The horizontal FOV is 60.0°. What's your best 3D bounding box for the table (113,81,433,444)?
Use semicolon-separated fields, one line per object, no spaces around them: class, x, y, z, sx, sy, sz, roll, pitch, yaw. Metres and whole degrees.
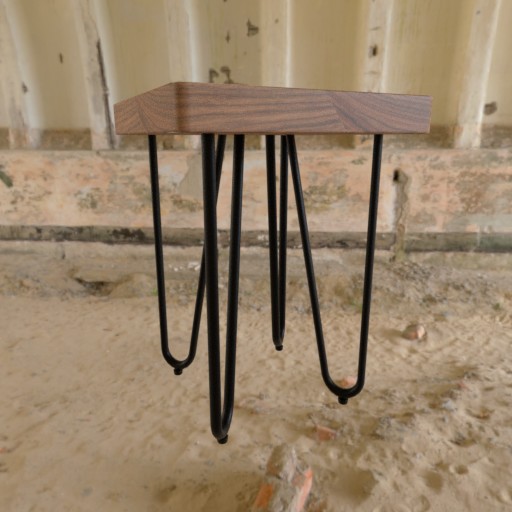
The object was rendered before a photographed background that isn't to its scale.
table;0.000;0.000;0.967;0.479;0.641;0.480;-7;17;-26
